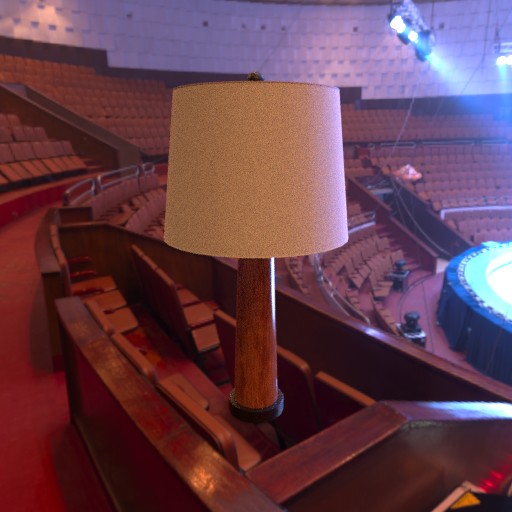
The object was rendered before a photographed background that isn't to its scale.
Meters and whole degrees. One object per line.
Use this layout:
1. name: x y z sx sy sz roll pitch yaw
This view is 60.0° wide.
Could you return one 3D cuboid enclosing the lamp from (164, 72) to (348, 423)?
1. lamp: 0.000 0.000 0.862 0.349 0.667 0.349 0 15 0
